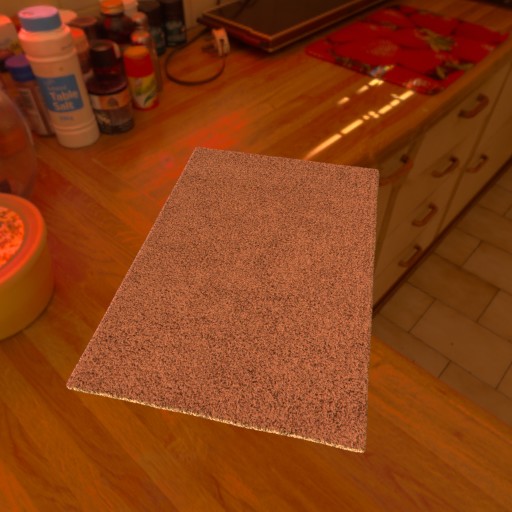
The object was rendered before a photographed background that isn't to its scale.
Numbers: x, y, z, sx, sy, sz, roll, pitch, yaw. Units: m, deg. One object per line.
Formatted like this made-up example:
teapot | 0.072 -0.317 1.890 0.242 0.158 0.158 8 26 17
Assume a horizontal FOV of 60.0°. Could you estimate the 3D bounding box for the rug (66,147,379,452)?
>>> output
rug | 0.000 0.000 2.324 1.219 0.030 1.778 9 48 8
